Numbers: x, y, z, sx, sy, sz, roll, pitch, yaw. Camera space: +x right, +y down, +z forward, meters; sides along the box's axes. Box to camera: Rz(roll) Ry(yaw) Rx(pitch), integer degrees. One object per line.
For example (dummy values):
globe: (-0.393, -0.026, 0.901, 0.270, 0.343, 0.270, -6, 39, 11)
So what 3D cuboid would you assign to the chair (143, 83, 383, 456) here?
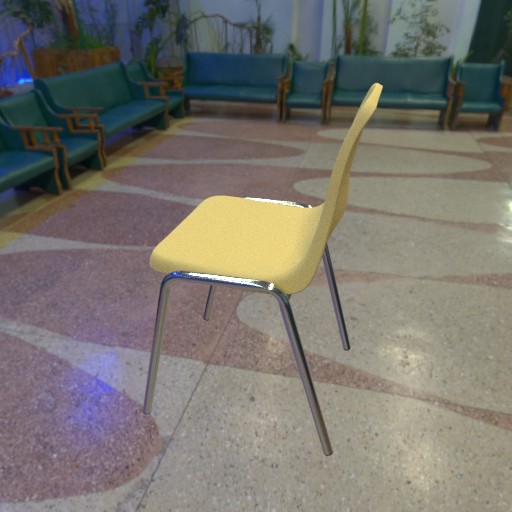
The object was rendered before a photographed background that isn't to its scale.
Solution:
chair: (0.000, 0.000, 0.948, 0.436, 0.704, 0.381, 9, 31, 14)
